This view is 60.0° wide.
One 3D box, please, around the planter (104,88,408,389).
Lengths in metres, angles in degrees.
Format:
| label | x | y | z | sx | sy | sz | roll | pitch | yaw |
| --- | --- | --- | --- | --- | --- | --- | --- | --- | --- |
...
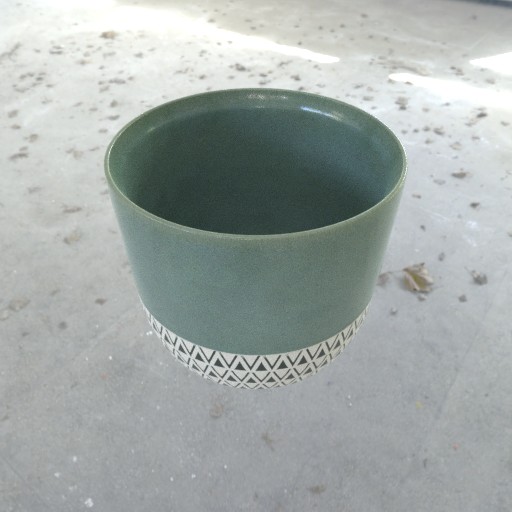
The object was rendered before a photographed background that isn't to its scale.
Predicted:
| label | x | y | z | sx | sy | sz | roll | pitch | yaw |
| --- | --- | --- | --- | --- | --- | --- | --- | --- | --- |
| planter | 0.000 | 0.000 | 0.488 | 0.266 | 0.270 | 0.266 | 0 | 42 | 0 |
